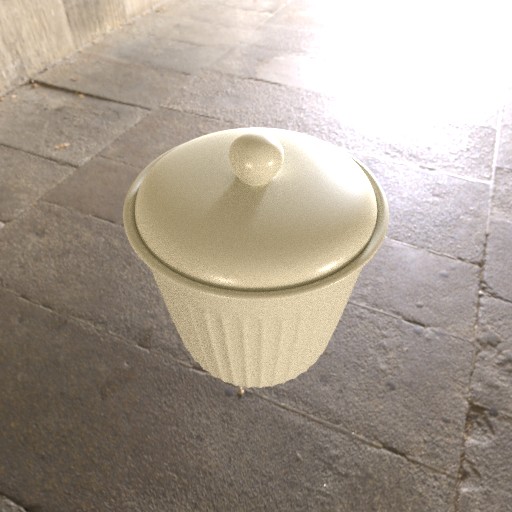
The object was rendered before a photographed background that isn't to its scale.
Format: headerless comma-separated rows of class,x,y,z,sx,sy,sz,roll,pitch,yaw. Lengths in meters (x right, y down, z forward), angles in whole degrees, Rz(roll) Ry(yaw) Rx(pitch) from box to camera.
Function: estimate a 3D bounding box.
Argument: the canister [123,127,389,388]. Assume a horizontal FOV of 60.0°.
canister,0.000,0.000,0.350,0.181,0.211,0.181,0,46,0
